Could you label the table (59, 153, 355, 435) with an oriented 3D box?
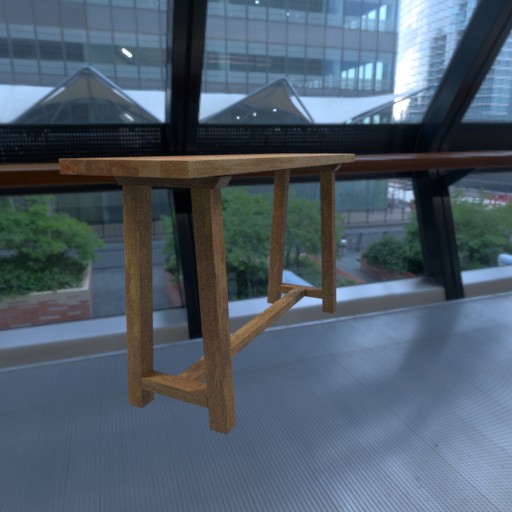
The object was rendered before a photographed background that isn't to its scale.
[{"bbox_3d":[0.000,0.000,1.834,0.405,0.810,1.524,7,15,25],"label":"table"}]
